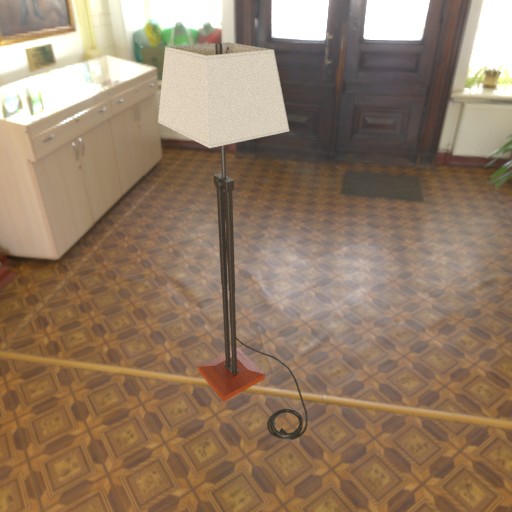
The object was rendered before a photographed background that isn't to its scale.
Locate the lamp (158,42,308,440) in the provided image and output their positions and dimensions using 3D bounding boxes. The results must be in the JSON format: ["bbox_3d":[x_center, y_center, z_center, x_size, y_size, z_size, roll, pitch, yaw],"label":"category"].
[{"bbox_3d":[0.000,0.000,1.983,0.472,1.712,0.745,-20,37,-30],"label":"lamp"}]
